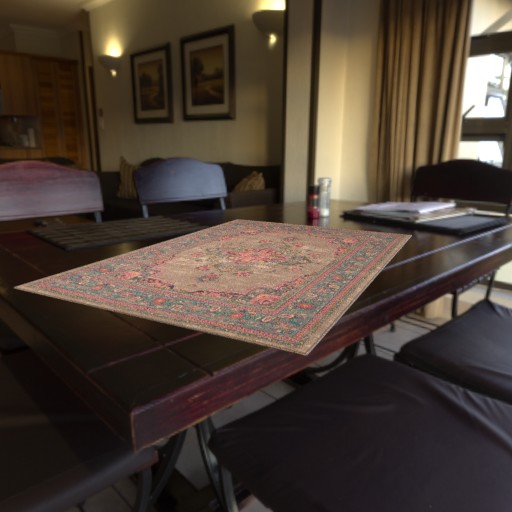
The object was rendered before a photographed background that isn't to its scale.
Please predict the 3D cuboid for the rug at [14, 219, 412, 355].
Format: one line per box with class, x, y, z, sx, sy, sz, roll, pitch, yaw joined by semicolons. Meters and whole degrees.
rug;0.000;0.000;3.629;2.005;0.013;2.890;7;16;27
